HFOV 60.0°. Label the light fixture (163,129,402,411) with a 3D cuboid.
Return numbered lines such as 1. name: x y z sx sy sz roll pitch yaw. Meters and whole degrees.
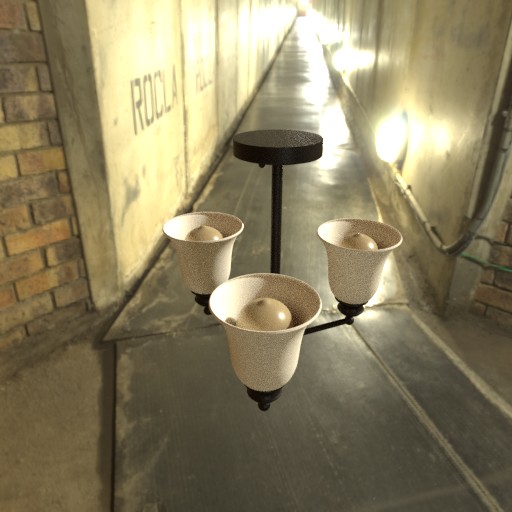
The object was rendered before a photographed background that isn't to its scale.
1. light fixture: 0.000 0.000 0.688 0.354 0.370 0.388 18 31 33
